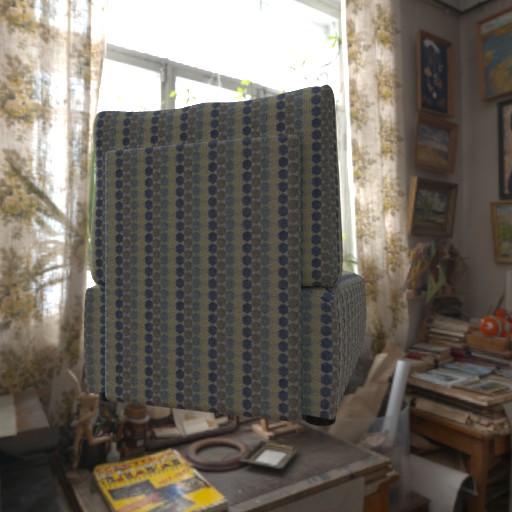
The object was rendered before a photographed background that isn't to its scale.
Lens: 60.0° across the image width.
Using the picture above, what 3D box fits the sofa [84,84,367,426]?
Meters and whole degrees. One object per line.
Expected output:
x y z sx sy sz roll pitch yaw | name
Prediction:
0.000 0.000 1.579 0.700 0.820 1.000 0 -1 18 | sofa
